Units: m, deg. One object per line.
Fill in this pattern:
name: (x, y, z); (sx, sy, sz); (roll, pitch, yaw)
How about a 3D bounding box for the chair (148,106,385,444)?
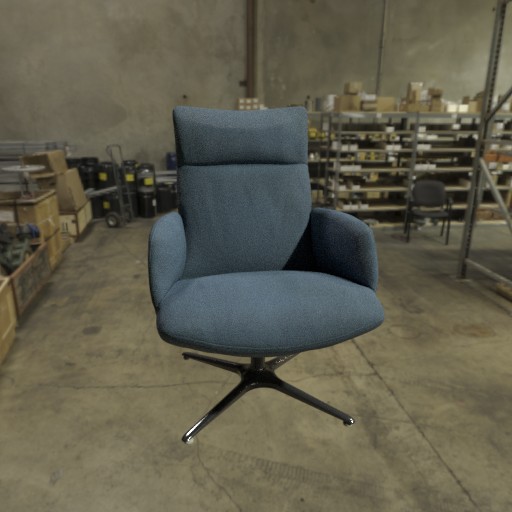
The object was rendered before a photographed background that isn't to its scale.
chair: (0.000, 0.000, 1.566); (0.711, 1.016, 0.889); (-3, 18, -9)
